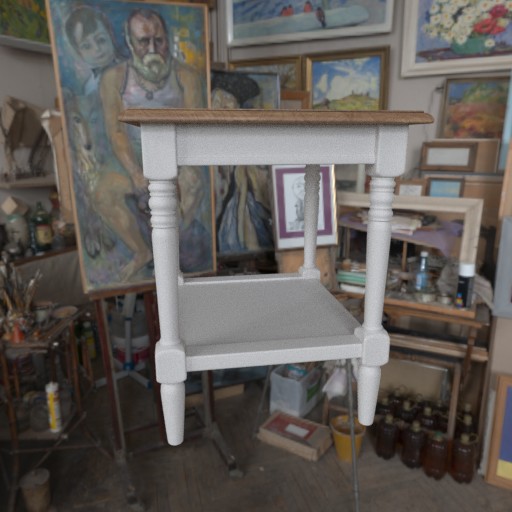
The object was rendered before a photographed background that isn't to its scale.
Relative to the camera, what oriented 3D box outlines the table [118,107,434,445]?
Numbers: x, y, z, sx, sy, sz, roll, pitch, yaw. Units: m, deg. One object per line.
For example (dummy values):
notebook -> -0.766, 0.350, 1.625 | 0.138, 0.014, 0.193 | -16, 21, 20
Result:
table -> 0.000, 0.000, 0.937 | 0.457, 0.561, 0.508 | -2, 15, -9
